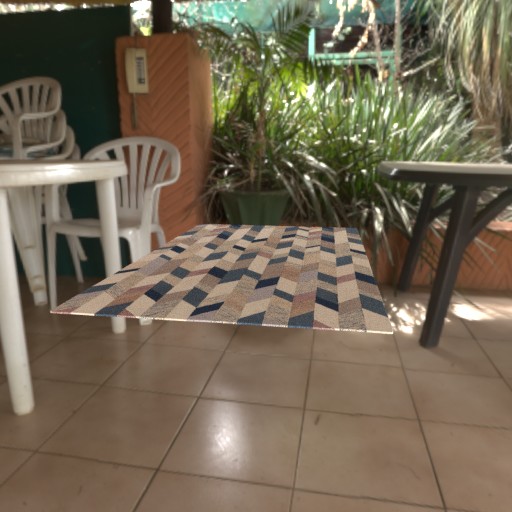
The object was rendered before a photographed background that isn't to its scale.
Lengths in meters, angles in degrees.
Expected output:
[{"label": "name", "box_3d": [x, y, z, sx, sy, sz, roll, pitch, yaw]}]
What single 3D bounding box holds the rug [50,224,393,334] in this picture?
[{"label": "rug", "box_3d": [0.000, 0.000, 3.057, 1.513, 0.008, 2.423, 2, 14, 9]}]
